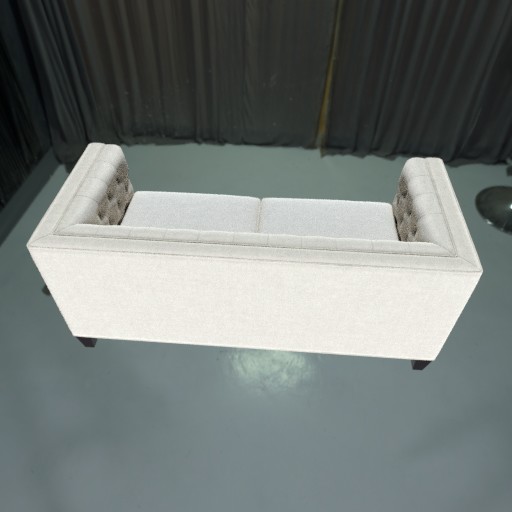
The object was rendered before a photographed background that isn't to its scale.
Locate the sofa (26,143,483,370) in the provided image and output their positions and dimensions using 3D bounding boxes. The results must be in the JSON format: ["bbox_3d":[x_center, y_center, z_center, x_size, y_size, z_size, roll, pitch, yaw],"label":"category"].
[{"bbox_3d":[0.000,0.000,2.238,1.778,0.762,0.775,3,46,3],"label":"sofa"}]
